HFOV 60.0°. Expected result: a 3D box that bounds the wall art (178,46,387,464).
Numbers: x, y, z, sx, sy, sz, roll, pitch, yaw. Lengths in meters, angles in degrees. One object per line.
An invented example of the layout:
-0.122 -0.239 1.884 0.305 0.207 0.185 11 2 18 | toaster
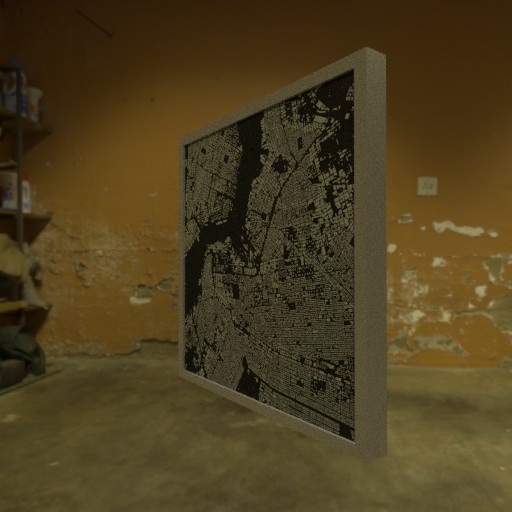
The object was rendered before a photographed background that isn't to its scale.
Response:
0.000 0.000 0.752 0.038 0.506 0.506 0 -1 -36 | wall art
